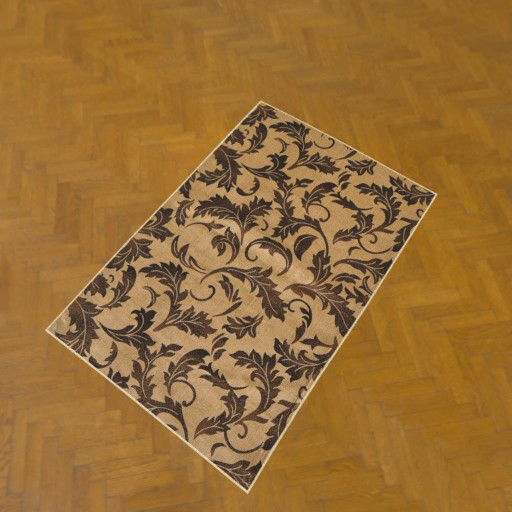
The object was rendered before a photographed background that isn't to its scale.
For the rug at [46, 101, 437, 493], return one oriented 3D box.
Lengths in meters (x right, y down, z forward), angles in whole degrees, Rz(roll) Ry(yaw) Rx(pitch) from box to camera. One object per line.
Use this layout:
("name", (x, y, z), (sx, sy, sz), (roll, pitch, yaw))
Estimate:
("rug", (0.000, 0.000, 2.893), (1.522, 0.008, 2.284), (32, 68, 15))
